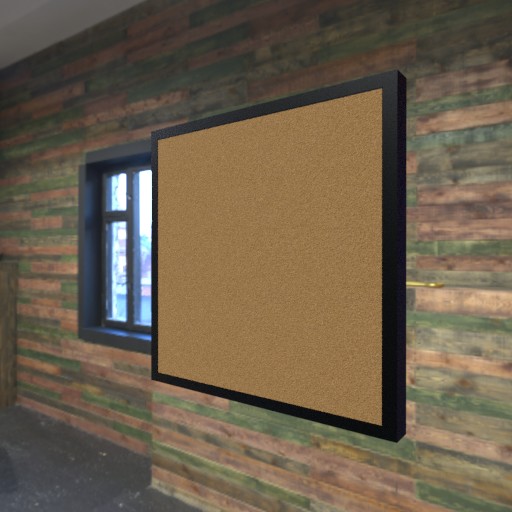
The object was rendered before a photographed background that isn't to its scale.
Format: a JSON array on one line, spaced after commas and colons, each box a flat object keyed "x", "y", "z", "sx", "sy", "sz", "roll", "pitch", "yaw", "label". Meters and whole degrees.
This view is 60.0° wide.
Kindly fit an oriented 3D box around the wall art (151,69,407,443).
[{"x": 0.000, "y": 0.000, "z": 0.766, "sx": 0.506, "sy": 0.506, "sz": 0.038, "roll": 0, "pitch": 0, "yaw": 37, "label": "wall art"}]
